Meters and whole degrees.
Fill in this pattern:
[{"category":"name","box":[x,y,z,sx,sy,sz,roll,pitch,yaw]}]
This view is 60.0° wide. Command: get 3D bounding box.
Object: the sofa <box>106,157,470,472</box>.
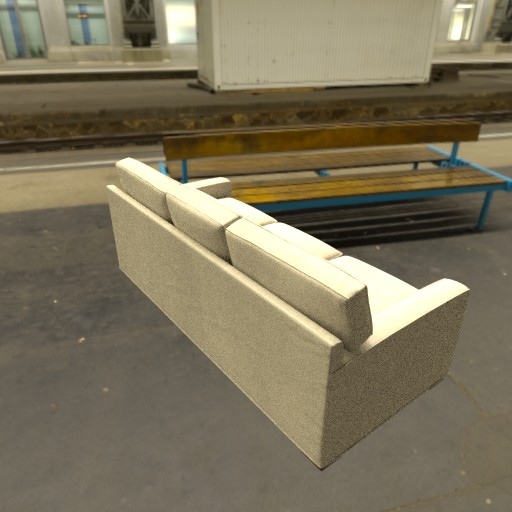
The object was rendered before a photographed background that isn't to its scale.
[{"category":"sofa","box":[0.000,0.000,2.581,0.936,0.862,2.093,-20,34,-32]}]
